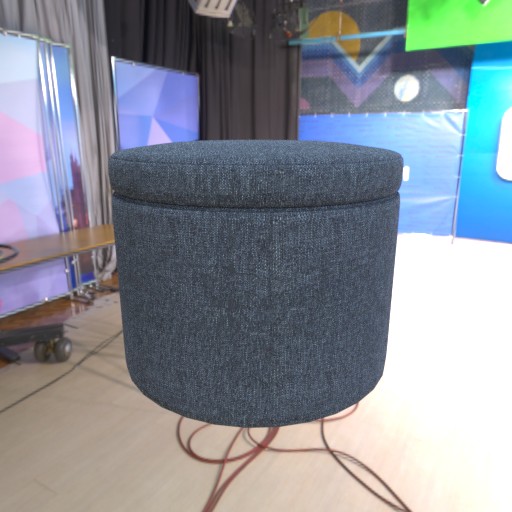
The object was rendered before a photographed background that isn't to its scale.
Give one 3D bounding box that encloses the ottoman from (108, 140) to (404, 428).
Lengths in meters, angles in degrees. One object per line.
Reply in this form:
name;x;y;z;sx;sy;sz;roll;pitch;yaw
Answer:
ottoman;0.000;0.000;0.834;0.500;0.419;0.500;0;16;0
